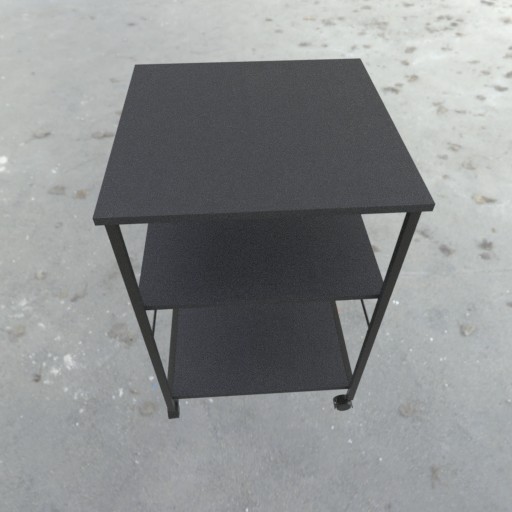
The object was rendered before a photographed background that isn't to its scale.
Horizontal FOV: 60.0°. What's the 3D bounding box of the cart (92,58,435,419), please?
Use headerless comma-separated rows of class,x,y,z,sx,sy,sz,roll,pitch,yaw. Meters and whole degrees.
cart,0.000,0.000,1.126,0.521,0.762,0.520,-3,47,-2
